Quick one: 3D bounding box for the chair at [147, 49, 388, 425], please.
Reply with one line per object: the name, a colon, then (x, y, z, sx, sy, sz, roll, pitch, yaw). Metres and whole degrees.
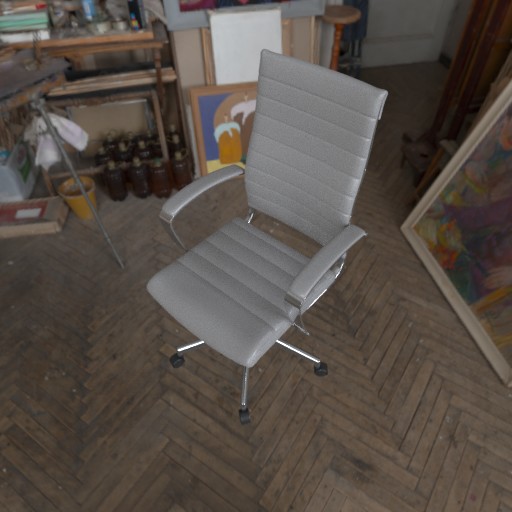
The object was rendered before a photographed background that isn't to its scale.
chair: (0.000, 0.000, 1.580, 0.679, 1.149, 0.667, 32, 55, 26)
